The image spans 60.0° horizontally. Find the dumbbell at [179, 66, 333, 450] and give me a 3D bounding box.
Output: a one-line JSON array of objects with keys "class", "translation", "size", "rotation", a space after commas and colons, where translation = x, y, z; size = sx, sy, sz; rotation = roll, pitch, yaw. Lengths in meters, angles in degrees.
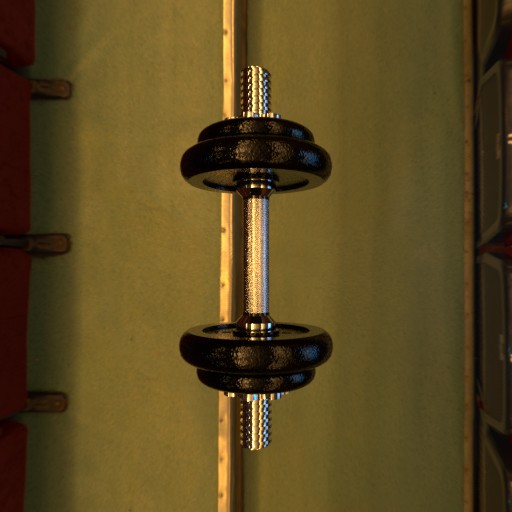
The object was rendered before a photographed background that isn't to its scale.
[{"class": "dumbbell", "translation": [0.000, 0.000, 0.592], "size": [0.202, 0.202, 0.497], "rotation": [0, 88, 2]}]
